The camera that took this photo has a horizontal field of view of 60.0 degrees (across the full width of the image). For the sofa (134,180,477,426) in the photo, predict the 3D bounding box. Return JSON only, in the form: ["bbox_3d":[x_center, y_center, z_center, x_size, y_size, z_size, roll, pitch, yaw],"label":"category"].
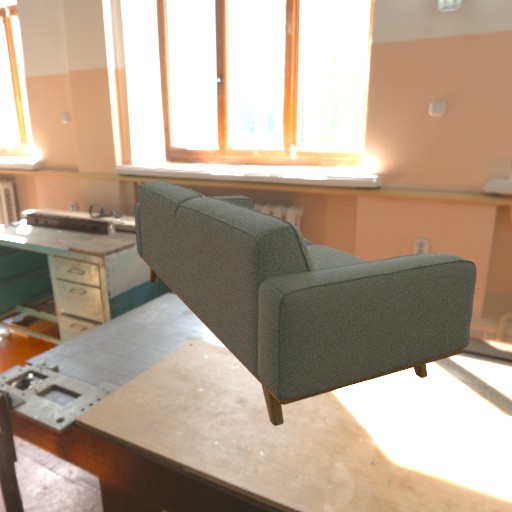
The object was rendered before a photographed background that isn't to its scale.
[{"bbox_3d":[0.000,0.000,2.626,0.956,0.781,2.270,-8,17,-26],"label":"sofa"}]
